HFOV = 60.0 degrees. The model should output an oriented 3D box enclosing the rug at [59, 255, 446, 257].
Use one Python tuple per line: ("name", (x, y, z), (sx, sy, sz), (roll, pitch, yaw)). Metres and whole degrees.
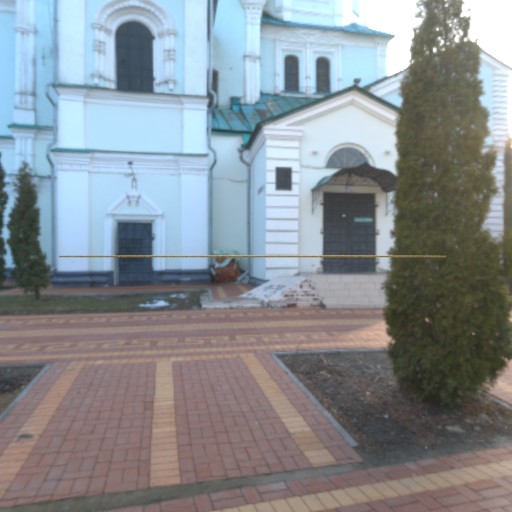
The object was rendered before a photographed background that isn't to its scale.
("rug", (0.000, 0.000, 2.886), (1.524, 0.006, 2.286), (0, 0, 1))
